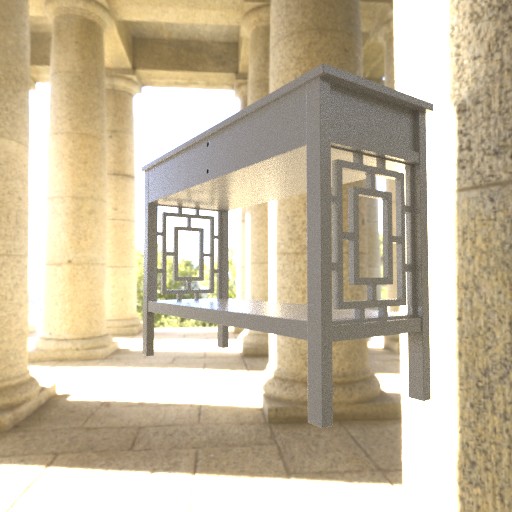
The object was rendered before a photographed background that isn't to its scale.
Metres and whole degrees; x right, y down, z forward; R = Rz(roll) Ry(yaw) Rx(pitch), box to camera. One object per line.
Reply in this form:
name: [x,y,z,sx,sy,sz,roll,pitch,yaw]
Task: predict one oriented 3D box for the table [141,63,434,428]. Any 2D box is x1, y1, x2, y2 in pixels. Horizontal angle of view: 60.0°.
table: [0.000,0.000,1.455,0.397,0.753,1.068,2,-3,-34]
